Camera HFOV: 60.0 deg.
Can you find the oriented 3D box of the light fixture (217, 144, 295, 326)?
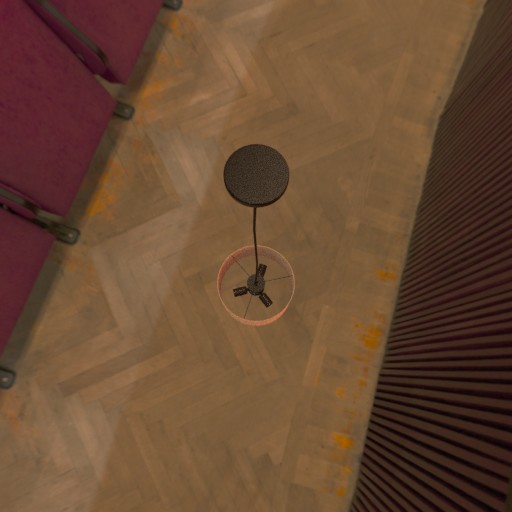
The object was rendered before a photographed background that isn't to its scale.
[{"bbox_3d":[0.000,0.000,1.748,0.399,1.516,0.399,0,76,0],"label":"light fixture"}]
